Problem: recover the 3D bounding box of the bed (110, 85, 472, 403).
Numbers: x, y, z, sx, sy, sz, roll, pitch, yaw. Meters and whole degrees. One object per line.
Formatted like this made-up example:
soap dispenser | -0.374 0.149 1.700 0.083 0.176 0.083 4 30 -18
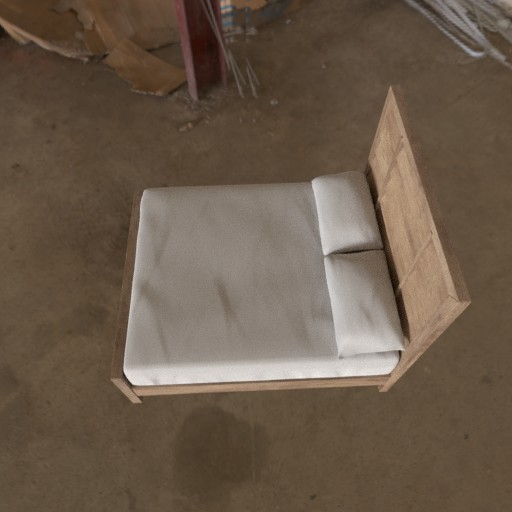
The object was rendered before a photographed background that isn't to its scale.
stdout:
bed | 0.000 0.000 3.225 2.017 1.631 1.615 -2 58 -1
